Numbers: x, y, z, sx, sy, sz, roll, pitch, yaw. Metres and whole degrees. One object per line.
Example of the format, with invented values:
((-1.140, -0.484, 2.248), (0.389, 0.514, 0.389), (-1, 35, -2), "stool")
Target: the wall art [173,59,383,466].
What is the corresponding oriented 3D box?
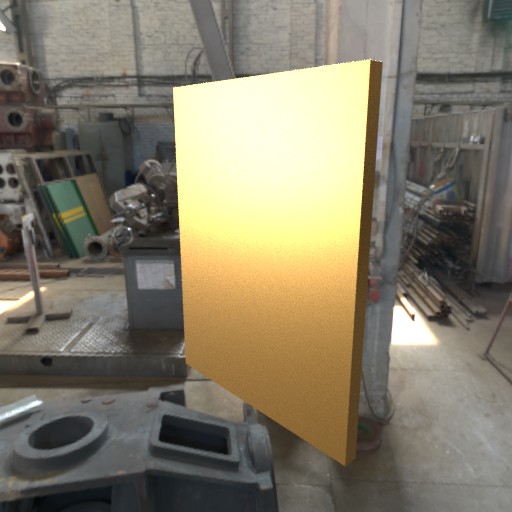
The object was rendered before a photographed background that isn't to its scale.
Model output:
((0.000, 0.000, 1.079), (0.038, 0.812, 0.610), (-13, 20, -41), "wall art")
